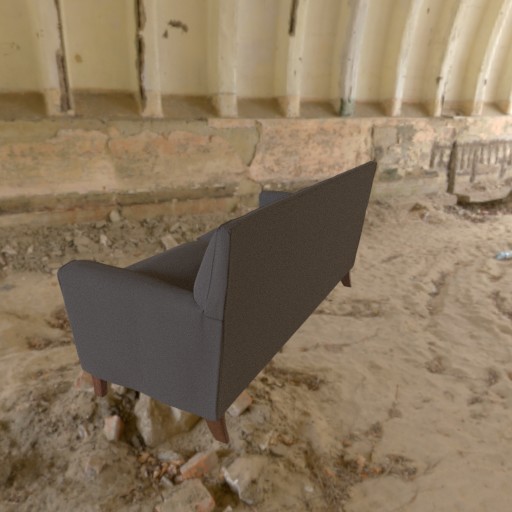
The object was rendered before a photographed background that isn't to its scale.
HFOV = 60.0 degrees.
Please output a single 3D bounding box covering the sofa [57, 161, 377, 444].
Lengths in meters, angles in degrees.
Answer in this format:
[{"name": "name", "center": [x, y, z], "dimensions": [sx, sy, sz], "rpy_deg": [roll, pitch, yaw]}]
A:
[{"name": "sofa", "center": [0.000, 0.000, 2.474], "dimensions": [0.843, 0.907, 2.002], "rpy_deg": [9, 20, 25]}]
